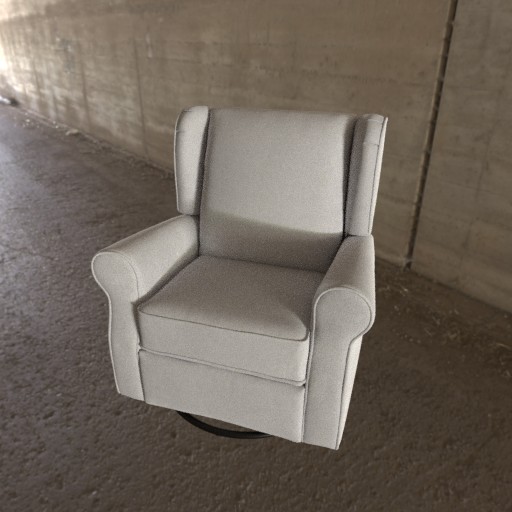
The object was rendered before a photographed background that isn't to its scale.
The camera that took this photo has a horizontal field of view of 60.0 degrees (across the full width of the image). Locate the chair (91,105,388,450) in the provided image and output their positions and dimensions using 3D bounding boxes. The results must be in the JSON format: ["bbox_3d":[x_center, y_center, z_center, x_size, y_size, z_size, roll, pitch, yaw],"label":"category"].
[{"bbox_3d":[0.000,0.000,1.648,0.906,0.967,0.854,8,28,16],"label":"chair"}]
